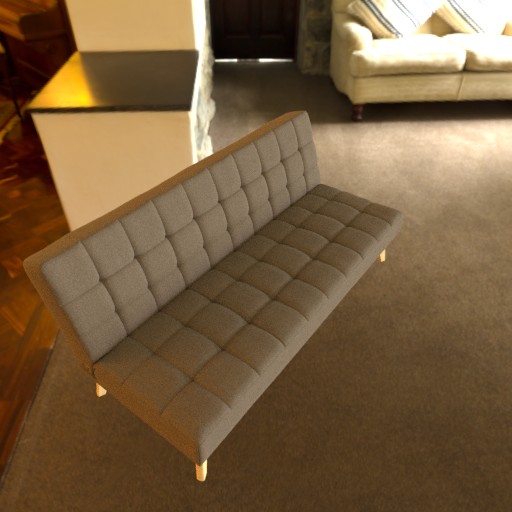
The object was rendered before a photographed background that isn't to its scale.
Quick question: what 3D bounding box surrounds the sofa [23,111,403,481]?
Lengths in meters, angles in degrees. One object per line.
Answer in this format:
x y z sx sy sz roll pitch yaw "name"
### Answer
0.000 0.000 2.227 0.860 0.810 1.800 26 46 28 "sofa"
